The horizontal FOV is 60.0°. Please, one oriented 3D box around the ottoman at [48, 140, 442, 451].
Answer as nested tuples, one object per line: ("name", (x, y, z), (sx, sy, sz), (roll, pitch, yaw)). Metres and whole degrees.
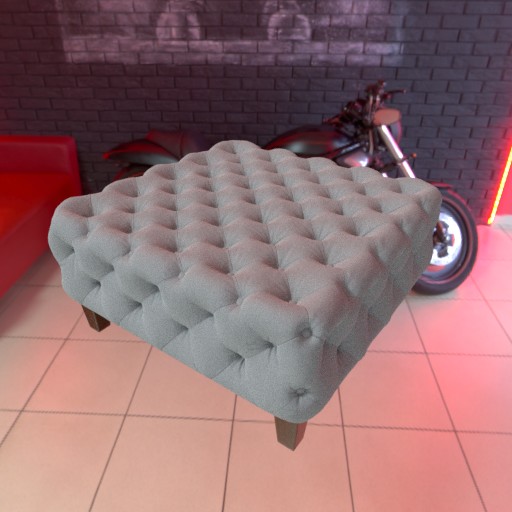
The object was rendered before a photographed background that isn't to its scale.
("ottoman", (0.000, 0.000, 1.429), (0.917, 0.439, 0.911), (20, 37, 30))
